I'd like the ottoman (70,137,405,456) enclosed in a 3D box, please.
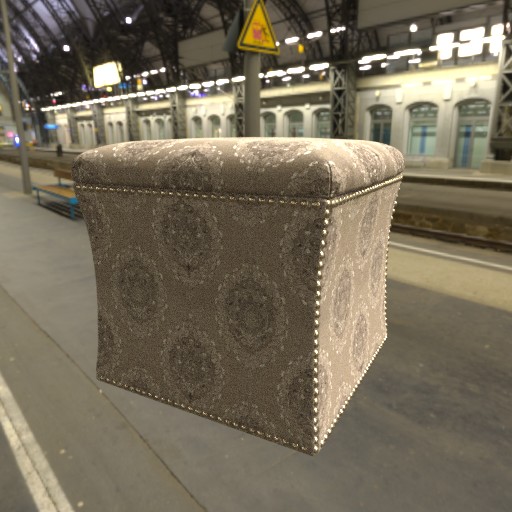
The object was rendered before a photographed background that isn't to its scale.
[{"bbox_3d":[0.000,0.000,0.914,0.497,0.473,0.507,8,17,28],"label":"ottoman"}]
